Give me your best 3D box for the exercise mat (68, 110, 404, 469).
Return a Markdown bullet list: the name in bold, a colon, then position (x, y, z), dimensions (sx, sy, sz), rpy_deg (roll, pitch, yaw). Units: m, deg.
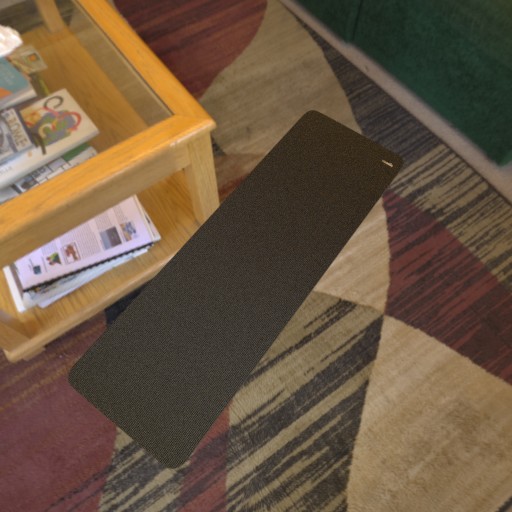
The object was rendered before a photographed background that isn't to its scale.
- **exercise mat**: position (0.000, 0.000, 2.091), dimensions (0.616, 0.021, 1.869), rpy_deg (34, 68, 15)
